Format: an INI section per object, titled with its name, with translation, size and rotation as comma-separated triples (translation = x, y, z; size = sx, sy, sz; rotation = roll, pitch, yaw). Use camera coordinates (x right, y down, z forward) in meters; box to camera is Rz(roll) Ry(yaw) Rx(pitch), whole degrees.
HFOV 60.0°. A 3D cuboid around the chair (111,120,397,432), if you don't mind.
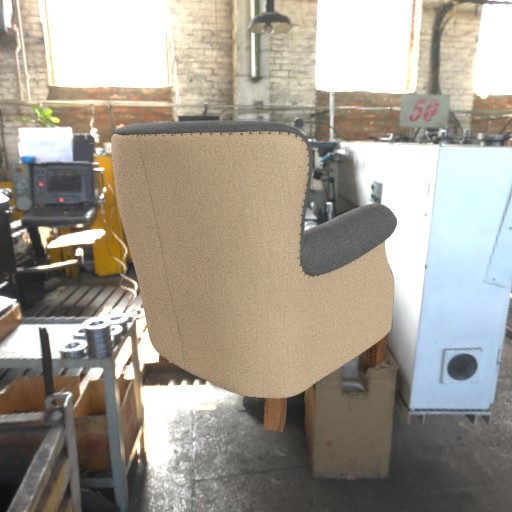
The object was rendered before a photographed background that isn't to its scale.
[chair]
translation = 0.000, 0.000, 1.649
size = 0.921, 0.936, 0.861
rotation = -14, 20, -42
